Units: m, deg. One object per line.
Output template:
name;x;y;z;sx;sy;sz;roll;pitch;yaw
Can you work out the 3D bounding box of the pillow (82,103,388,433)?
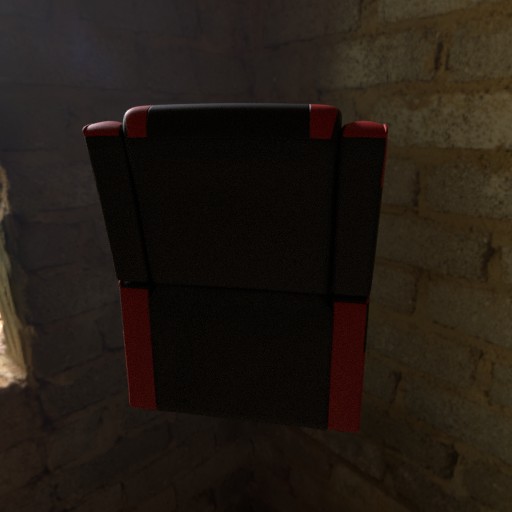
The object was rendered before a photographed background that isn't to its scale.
pillow;0.000;0.000;1.269;0.620;0.805;0.672;3;17;10
